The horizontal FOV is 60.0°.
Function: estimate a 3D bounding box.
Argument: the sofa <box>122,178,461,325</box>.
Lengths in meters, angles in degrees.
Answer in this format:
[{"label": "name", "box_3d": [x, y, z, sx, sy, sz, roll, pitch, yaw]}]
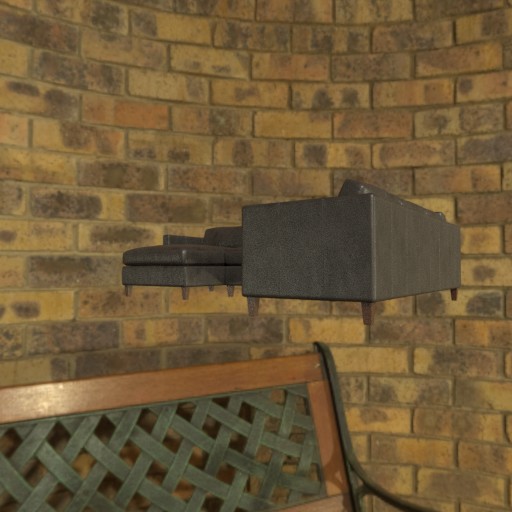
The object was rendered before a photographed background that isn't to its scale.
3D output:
[{"label": "sofa", "box_3d": [0.000, 0.000, 4.412, 3.324, 0.891, 2.452, -1, -2, 35]}]
